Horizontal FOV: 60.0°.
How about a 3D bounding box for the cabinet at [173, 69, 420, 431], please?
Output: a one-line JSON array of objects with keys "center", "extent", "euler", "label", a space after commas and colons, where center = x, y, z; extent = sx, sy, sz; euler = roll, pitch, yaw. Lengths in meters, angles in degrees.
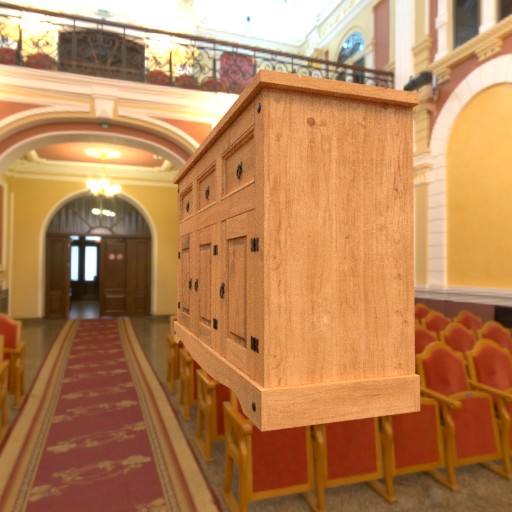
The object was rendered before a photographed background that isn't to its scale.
[{"center": [0.000, 0.000, 1.680], "extent": [0.432, 0.810, 1.321], "euler": [0, -1, -19], "label": "cabinet"}]
